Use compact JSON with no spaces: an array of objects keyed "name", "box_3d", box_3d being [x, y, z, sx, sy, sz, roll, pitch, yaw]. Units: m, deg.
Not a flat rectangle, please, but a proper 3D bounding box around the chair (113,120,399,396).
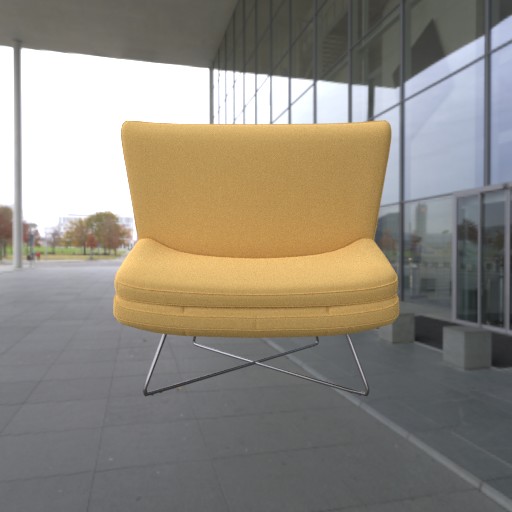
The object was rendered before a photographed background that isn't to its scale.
[{"name":"chair","box_3d":[0.000,0.000,1.628,0.859,0.855,1.008,0,1,0]}]
